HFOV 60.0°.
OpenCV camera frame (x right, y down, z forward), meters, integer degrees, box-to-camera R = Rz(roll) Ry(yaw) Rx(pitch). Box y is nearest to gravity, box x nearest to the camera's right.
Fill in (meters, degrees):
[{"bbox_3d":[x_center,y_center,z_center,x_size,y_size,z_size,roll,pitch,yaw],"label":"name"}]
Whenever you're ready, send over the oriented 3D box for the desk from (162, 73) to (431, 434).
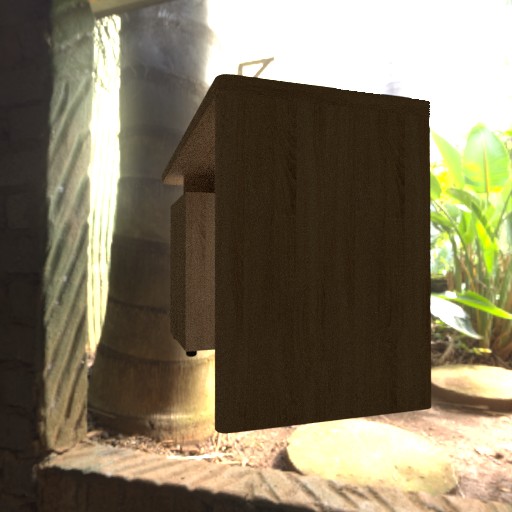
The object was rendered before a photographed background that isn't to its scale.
[{"bbox_3d":[0.000,0.000,1.581,0.550,0.760,1.200,0,-1,-18],"label":"desk"}]
